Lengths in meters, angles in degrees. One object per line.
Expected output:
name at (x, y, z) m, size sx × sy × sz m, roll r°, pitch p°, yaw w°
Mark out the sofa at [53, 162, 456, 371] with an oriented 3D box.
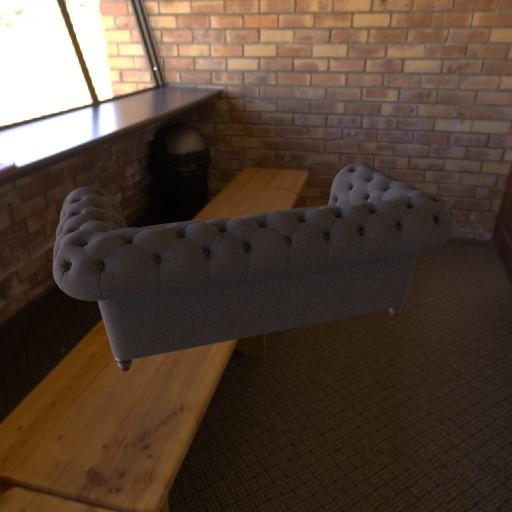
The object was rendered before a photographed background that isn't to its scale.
sofa at (0.000, 0.000, 2.489) m, size 1.998 × 0.764 × 0.986 m, roll -8°, pitch 28°, yaw -16°
